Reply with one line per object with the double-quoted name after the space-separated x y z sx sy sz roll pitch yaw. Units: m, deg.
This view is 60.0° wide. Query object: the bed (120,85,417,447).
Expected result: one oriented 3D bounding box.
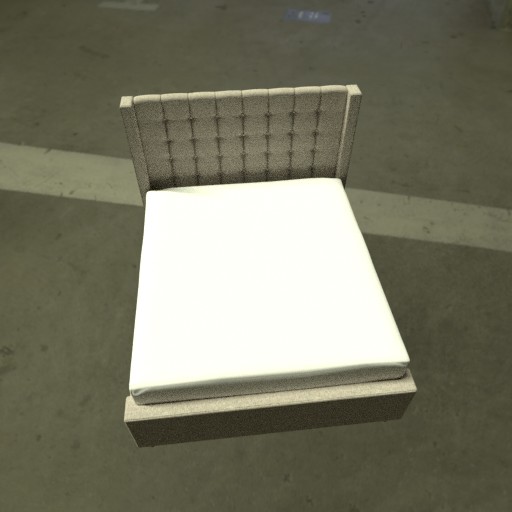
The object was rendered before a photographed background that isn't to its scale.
0.000 0.000 3.668 2.044 1.748 2.372 -5 47 -4 "bed"
